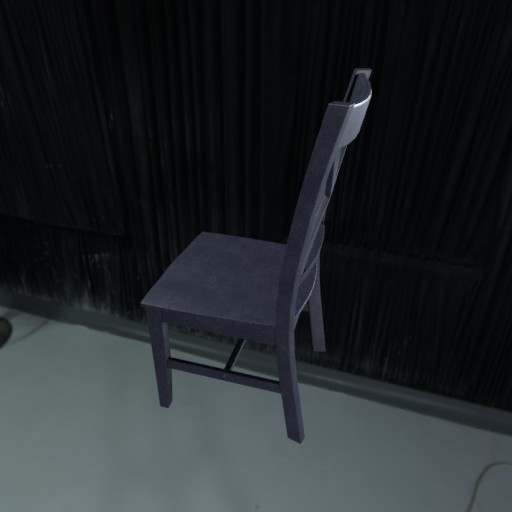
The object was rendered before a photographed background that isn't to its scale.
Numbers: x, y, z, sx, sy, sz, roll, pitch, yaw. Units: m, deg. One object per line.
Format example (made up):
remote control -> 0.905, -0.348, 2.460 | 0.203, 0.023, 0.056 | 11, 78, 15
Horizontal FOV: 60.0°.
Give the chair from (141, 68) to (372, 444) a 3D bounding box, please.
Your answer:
chair -> 0.000, 0.000, 1.304 | 0.542, 0.983, 0.485 | 9, 32, 14
